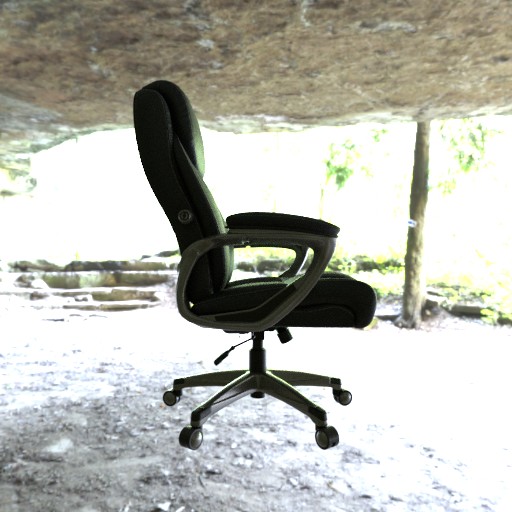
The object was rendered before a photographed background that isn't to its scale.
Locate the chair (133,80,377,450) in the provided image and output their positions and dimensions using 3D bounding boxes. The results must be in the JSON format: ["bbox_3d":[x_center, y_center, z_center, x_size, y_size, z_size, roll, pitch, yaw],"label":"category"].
[{"bbox_3d":[0.000,0.000,1.645,0.784,1.167,0.741,0,0,-1],"label":"chair"}]
